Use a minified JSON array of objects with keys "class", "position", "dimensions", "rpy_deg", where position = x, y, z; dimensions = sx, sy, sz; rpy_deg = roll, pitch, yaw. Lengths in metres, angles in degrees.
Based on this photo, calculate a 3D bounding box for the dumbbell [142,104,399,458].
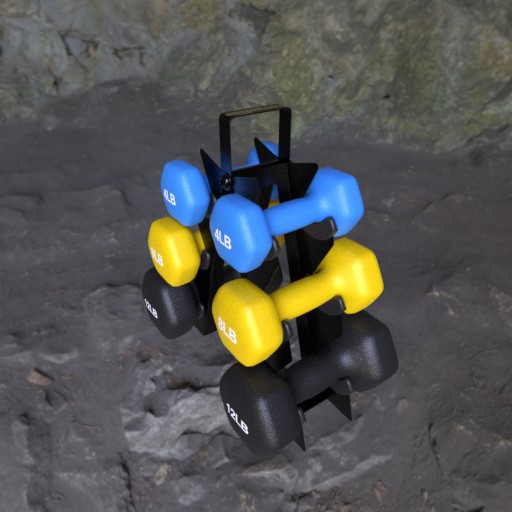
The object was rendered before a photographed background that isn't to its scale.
[{"class":"dumbbell","position":[0.000,0.000,0.662],"dimensions":[0.255,0.426,0.409],"rpy_deg":[-20,37,-29]}]
